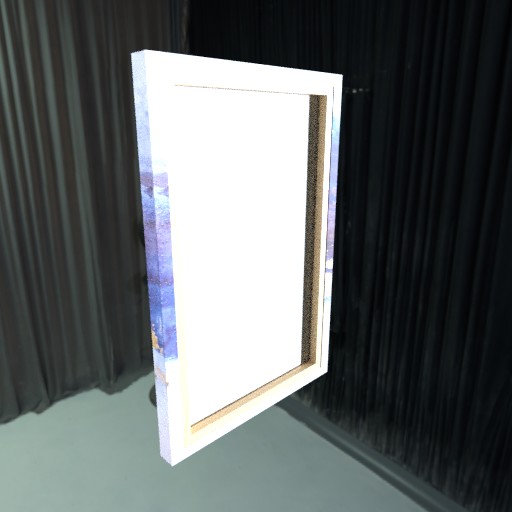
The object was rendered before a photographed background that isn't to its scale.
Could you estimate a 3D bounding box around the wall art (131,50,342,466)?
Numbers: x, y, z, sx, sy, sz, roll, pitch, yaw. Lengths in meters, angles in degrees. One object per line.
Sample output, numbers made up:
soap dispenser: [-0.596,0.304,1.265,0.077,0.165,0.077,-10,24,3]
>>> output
wall art: [0.000,0.000,1.102,0.583,0.874,0.048,-15,22,-42]
